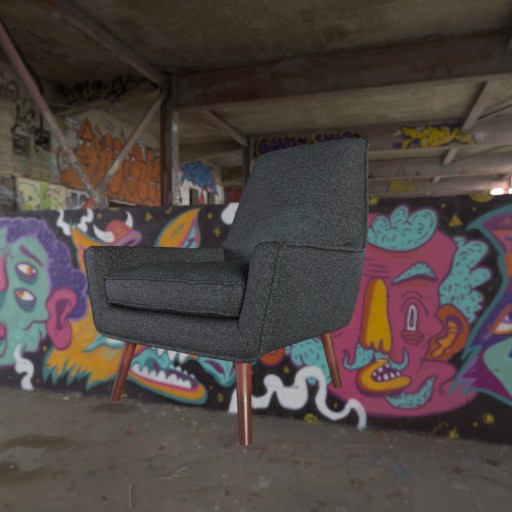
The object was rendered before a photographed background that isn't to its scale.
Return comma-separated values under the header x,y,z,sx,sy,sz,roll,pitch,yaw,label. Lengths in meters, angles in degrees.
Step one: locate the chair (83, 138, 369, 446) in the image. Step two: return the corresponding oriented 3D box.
x,y,z,sx,sy,sz,roll,pitch,yaw,label
0.000,0.000,1.496,0.763,0.883,0.859,0,0,38,chair
